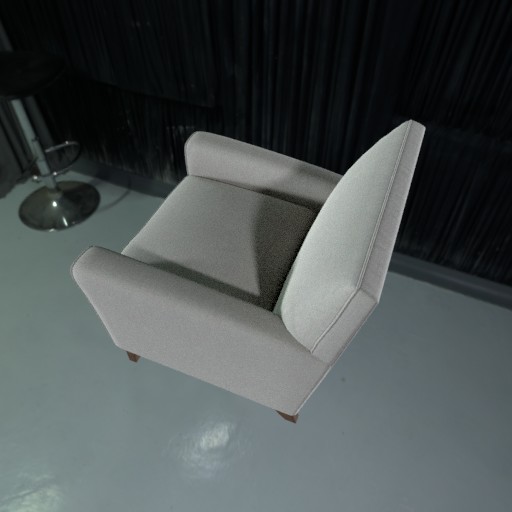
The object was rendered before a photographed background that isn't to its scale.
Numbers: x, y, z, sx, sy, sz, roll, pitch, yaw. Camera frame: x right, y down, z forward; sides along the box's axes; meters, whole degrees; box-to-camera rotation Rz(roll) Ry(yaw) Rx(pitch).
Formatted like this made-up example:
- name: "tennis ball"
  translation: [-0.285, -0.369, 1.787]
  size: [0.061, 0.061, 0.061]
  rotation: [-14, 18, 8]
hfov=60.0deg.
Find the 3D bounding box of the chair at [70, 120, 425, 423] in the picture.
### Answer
- name: "chair"
  translation: [0.000, 0.000, 1.589]
  size: [0.871, 0.846, 0.840]
  rotation: [16, 49, 15]
